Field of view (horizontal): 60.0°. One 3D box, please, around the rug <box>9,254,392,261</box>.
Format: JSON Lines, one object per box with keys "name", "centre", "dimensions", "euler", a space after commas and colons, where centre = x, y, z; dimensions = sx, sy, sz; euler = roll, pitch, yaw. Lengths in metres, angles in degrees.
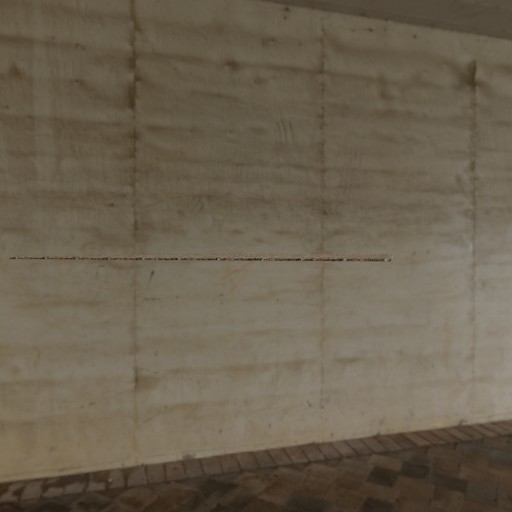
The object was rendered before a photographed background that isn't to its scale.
{"name": "rug", "centre": [0.000, 0.000, 2.175], "dimensions": [1.278, 0.009, 1.726], "euler": [0, 1, 17]}
